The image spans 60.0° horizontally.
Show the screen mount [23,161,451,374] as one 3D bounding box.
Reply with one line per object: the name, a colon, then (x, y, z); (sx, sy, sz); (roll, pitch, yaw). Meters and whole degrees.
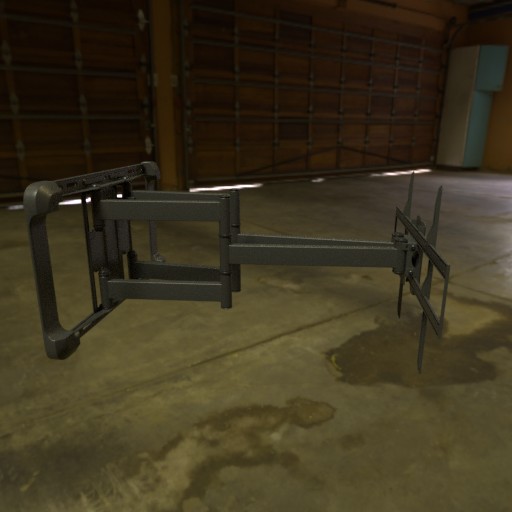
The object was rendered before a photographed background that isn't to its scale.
screen mount: (0.000, 0.000, 1.290); (0.905, 0.483, 0.725); (3, 16, 9)
